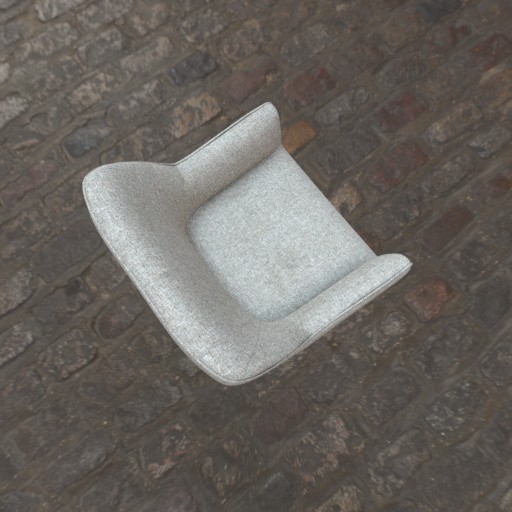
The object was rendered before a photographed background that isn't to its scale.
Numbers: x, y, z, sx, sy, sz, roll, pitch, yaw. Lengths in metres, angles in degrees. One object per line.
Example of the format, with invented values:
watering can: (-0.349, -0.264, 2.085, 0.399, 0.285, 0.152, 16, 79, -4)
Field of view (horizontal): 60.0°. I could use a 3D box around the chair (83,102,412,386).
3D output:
chair: (0.000, 0.000, 1.163, 0.519, 0.803, 0.543, -36, 78, -9)
